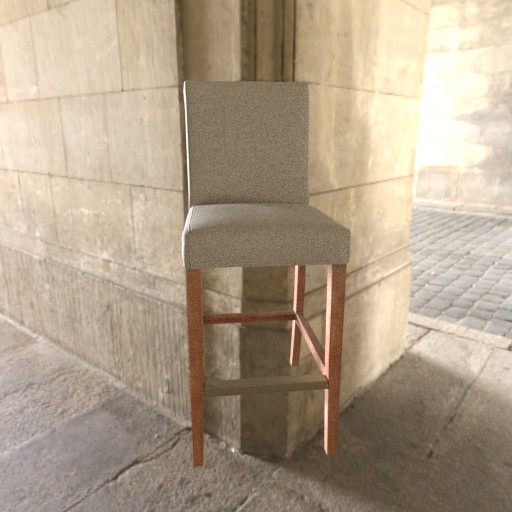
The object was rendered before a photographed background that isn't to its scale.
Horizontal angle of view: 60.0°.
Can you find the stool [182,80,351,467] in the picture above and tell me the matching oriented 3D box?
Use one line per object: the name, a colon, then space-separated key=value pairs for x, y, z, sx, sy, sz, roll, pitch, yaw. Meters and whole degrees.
stool: x=0.000 y=0.000 z=1.405 sx=0.439 sy=1.088 sz=0.570 roll=-2 pitch=16 yaw=-6
